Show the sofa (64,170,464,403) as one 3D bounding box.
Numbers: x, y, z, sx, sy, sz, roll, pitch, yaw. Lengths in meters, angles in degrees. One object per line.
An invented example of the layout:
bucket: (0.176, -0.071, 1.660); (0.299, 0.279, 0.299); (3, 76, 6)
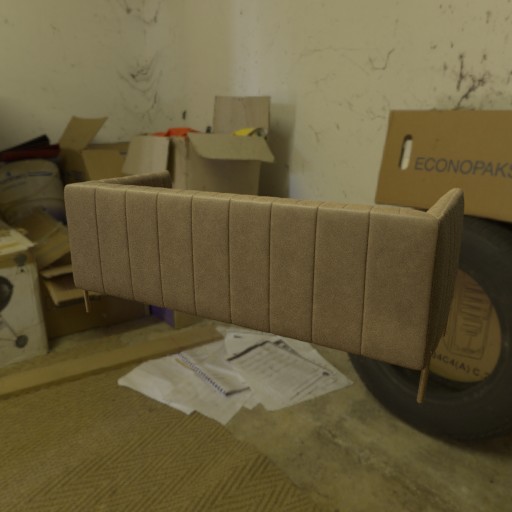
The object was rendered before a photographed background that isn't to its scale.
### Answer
sofa: (0.000, 0.000, 2.412); (1.980, 0.779, 0.876); (9, 19, 27)
